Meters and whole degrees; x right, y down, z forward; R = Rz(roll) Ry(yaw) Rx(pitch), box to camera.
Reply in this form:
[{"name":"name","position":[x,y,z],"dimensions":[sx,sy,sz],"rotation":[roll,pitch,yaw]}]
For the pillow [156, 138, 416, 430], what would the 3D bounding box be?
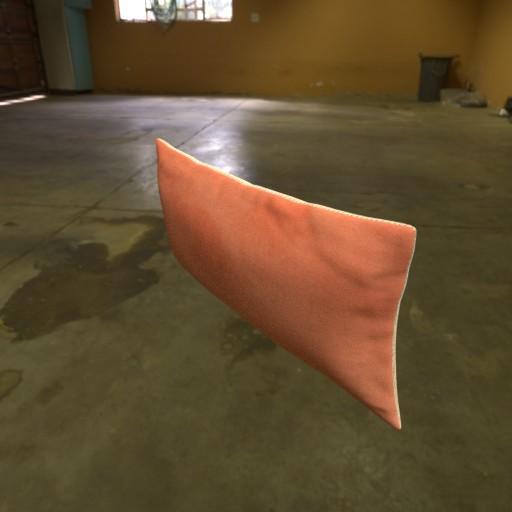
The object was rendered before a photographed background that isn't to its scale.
[{"name":"pillow","position":[0.000,0.000,0.746],"dimensions":[0.155,0.307,0.608],"rotation":[-18,30,-33]}]
